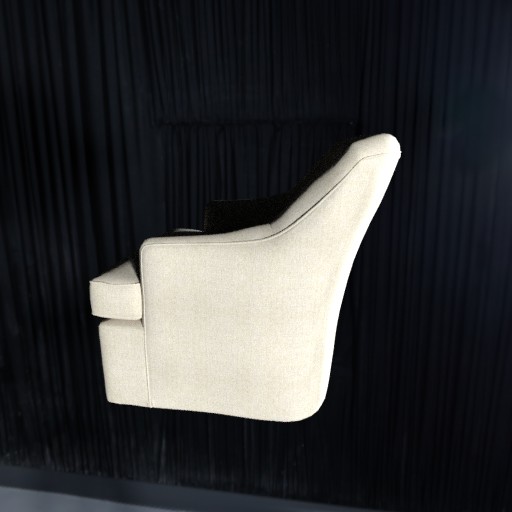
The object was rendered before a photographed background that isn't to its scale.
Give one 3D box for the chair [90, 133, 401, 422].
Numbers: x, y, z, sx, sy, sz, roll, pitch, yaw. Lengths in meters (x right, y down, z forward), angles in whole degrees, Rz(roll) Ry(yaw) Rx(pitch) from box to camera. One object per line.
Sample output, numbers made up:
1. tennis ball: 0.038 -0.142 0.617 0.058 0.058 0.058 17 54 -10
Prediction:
1. chair: 0.000 0.000 1.605 0.923 0.856 0.864 2 15 8
